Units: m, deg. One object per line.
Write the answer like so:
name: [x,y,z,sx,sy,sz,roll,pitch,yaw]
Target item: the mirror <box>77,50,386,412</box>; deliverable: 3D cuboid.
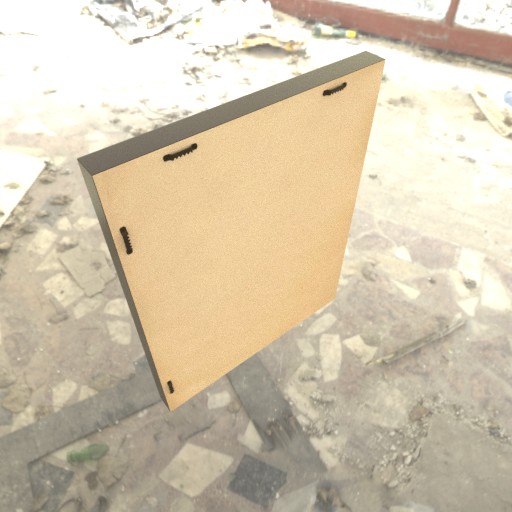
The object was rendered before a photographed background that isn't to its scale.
mirror: [0.000,0.000,0.685,0.406,0.509,0.041,-30,54,-25]
